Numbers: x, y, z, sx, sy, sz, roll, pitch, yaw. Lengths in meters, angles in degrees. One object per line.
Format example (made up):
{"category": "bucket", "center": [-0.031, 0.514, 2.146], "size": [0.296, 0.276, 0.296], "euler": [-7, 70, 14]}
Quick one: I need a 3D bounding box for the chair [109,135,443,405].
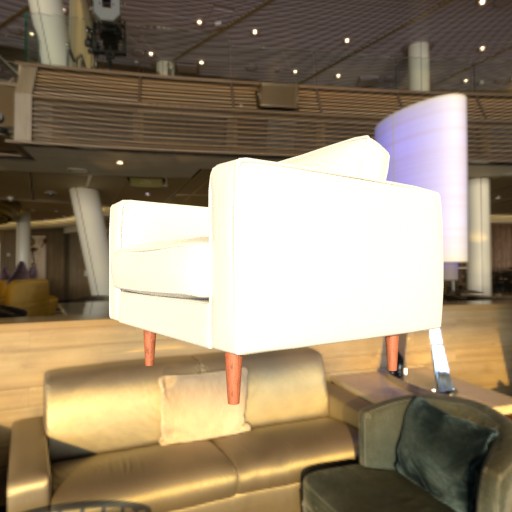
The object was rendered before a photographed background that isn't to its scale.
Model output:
{"category": "chair", "center": [0.000, 0.000, 1.523], "size": [0.843, 0.773, 0.928], "euler": [1, -2, -36]}
